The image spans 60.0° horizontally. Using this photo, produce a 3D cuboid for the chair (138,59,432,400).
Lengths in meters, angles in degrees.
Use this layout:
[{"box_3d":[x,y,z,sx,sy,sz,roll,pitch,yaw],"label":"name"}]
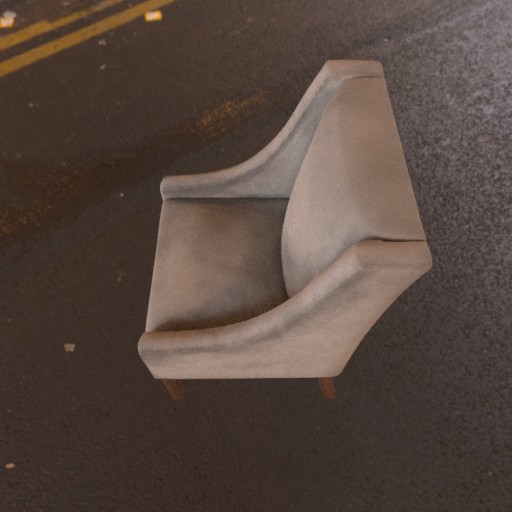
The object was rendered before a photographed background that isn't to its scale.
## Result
[{"box_3d":[0.000,0.000,1.310,0.629,0.895,0.629,0,58,0],"label":"chair"}]
